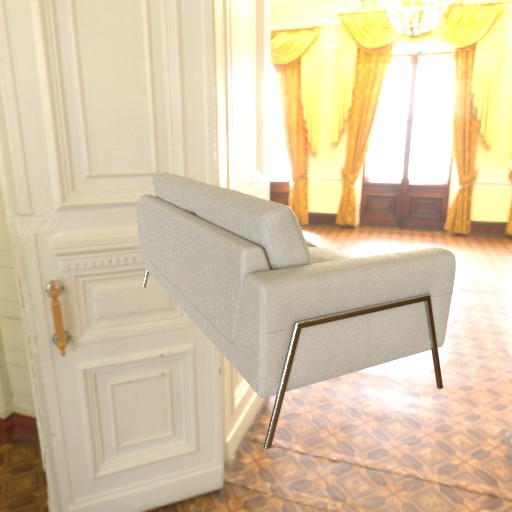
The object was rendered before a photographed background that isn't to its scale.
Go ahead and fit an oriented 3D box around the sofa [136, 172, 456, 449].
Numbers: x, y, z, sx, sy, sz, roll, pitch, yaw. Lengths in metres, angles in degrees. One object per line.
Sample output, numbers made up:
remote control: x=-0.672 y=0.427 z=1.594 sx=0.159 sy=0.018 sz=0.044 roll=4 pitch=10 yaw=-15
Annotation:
sofa: x=0.000 y=0.000 z=2.590 sx=0.953 sy=0.875 sz=2.017 roll=-8 pitch=17 yaw=-26
